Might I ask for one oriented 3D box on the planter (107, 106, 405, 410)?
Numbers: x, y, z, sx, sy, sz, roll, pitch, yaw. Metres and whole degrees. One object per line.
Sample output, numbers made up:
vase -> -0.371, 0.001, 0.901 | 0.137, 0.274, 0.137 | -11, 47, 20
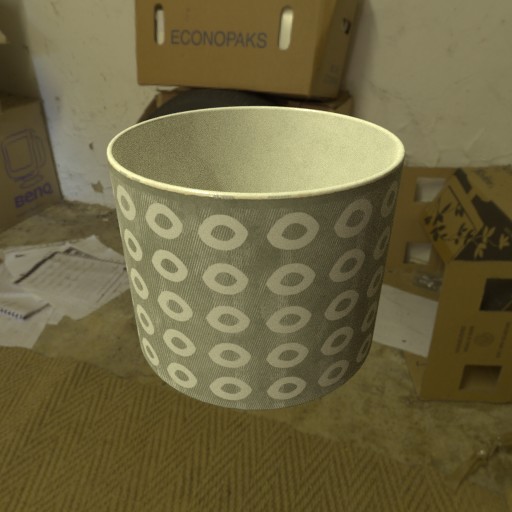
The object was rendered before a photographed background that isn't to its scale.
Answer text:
planter -> 0.000, 0.000, 0.339 | 0.190, 0.181, 0.190 | 0, 31, 0
